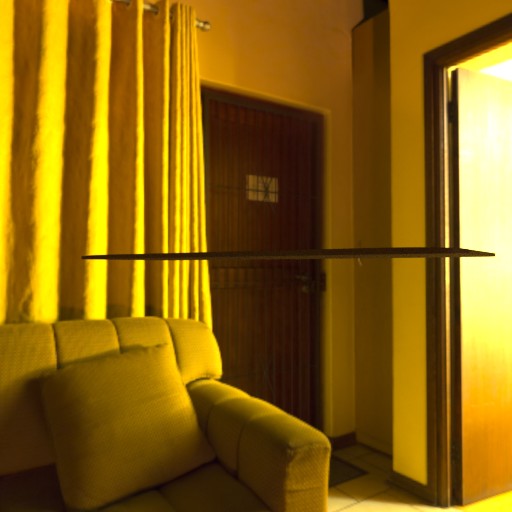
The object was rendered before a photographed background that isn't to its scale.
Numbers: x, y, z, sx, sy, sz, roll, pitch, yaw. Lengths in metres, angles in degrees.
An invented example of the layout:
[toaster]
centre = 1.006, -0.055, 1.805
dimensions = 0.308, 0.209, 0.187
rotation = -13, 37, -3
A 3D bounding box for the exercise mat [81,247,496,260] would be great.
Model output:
[exercise mat]
centre = 0.000, 0.000, 2.006
dimensions = 1.869, 0.021, 0.616
rotation = -1, -2, 36
